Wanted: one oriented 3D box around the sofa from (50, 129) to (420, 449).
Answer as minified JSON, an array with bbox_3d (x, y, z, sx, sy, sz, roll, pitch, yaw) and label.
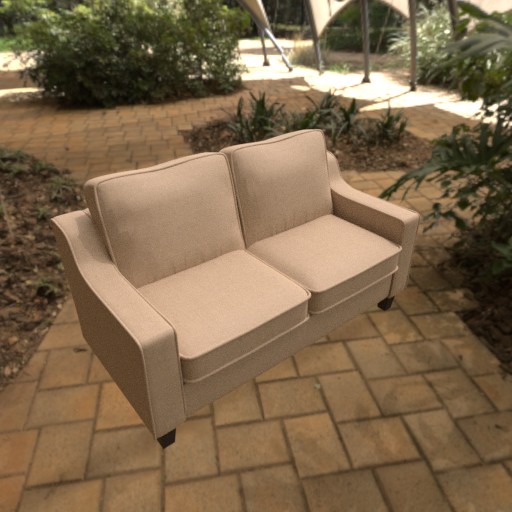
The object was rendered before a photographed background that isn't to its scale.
[{"bbox_3d":[0.000,0.000,3.546,2.587,1.562,1.351,-22,37,-33],"label":"sofa"}]
